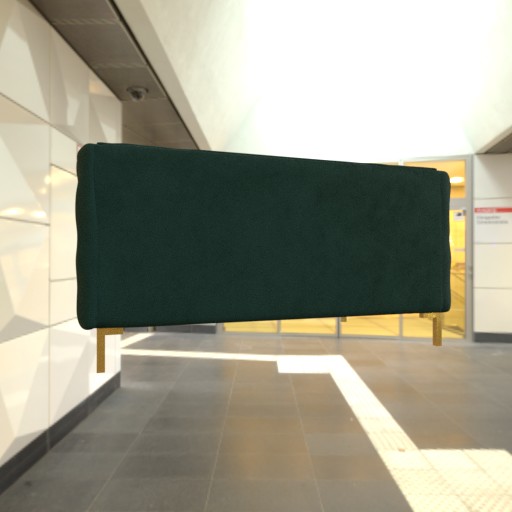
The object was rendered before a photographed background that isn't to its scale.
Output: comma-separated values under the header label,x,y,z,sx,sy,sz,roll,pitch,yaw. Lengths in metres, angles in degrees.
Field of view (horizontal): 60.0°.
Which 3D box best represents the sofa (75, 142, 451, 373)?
label,x,y,z,sx,sy,sz,roll,pitch,yaw
sofa,0.000,0.000,2.144,1.583,0.810,0.909,0,0,-19
